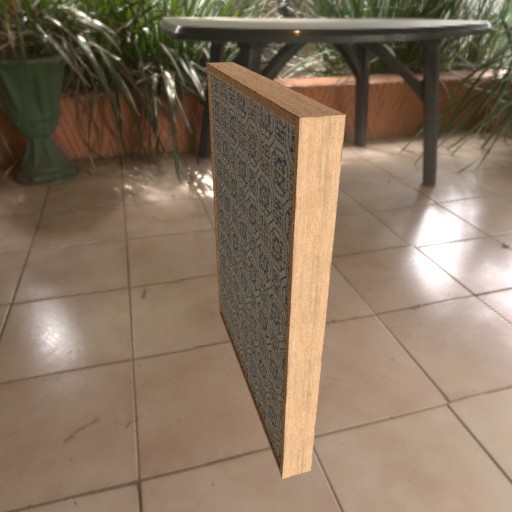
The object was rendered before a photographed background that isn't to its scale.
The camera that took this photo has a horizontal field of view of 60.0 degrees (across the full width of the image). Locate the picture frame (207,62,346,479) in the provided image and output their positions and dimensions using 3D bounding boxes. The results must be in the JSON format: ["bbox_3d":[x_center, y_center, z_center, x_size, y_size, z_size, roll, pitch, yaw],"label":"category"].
[{"bbox_3d":[0.000,0.000,0.709,0.046,0.526,0.421,-9,31,-15],"label":"picture frame"}]
